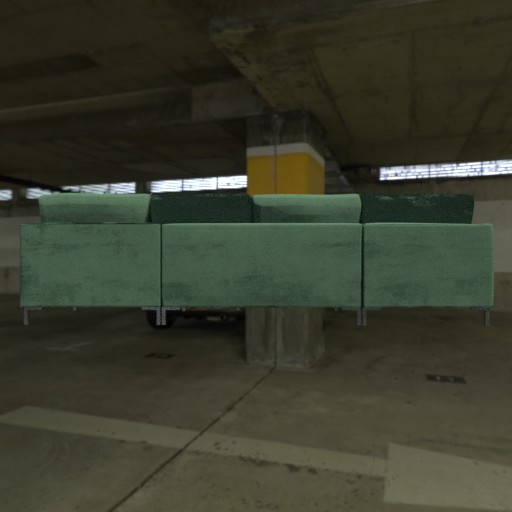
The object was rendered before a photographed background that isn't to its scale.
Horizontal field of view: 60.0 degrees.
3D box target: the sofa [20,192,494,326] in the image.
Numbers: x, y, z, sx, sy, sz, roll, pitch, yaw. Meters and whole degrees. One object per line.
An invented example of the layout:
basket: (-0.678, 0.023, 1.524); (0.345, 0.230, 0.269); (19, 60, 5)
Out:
sofa: (0.000, 0.000, 4.184); (3.434, 0.992, 2.055); (0, 0, 1)
